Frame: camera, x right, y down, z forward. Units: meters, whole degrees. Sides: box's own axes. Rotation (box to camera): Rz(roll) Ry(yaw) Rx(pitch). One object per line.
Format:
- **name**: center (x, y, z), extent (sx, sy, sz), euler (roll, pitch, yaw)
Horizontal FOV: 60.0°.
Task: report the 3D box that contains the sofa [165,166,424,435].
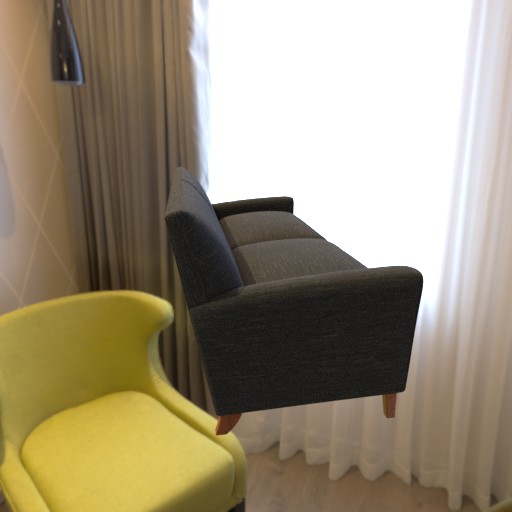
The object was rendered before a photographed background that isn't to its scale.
- **sofa**: center (0.000, 0.000, 2.436), extent (0.875, 0.846, 1.976), euler (-2, 16, -9)
